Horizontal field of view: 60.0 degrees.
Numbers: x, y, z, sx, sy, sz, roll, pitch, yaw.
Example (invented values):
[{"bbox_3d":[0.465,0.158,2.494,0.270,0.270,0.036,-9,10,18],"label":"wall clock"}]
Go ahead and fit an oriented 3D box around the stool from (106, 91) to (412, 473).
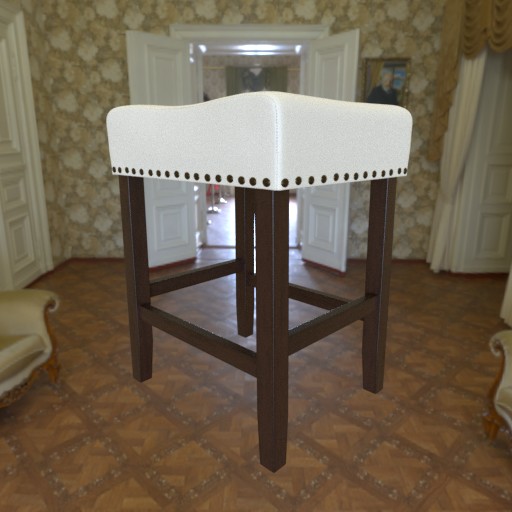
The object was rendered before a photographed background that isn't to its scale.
[{"bbox_3d":[0.000,0.000,0.943,0.471,0.609,0.401,14,20,42],"label":"stool"}]
